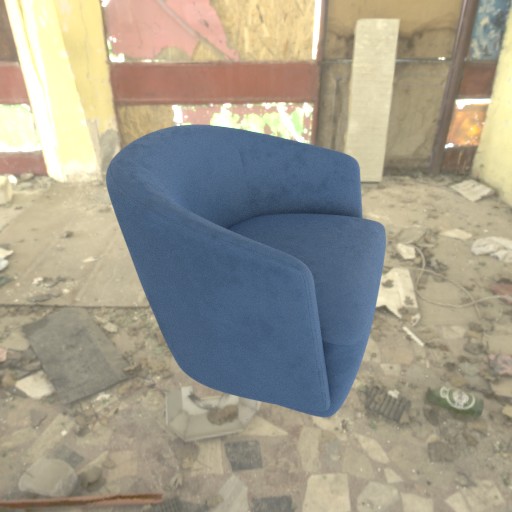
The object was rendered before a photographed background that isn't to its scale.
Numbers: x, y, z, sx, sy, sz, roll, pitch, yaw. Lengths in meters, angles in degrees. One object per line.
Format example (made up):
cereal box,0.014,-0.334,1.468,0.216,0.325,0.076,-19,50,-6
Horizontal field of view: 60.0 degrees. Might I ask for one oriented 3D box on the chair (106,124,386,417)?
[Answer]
chair,0.000,0.000,1.393,0.767,0.698,0.773,10,32,16
